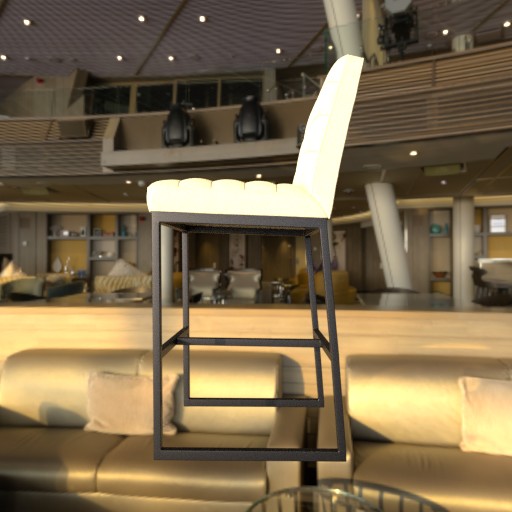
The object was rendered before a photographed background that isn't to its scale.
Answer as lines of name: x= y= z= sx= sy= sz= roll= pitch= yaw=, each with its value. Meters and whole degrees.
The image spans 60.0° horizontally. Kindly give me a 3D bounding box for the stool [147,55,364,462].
stool: x=0.000 y=0.000 z=1.342 sx=0.560 sy=1.040 sz=0.460 roll=0 pitch=-1 yaw=1
